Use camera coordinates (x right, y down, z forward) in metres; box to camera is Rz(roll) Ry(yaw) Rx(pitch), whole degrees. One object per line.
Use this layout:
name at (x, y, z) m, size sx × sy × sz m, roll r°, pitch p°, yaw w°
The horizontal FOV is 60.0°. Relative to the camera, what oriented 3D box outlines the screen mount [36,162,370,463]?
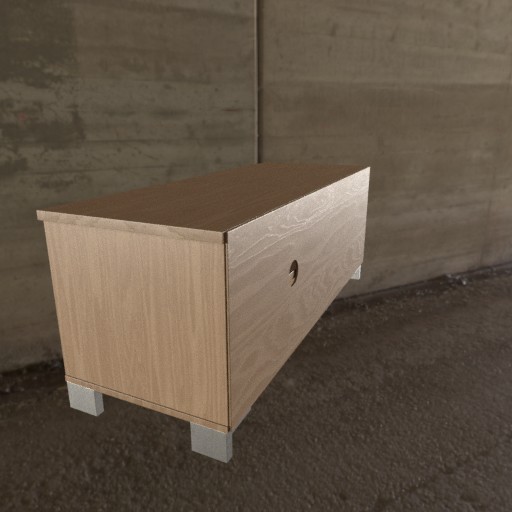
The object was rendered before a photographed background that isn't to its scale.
screen mount at (0.000, 0.000, 1.283) m, size 0.406 × 0.432 × 1.084 m, roll 8°, pitch 19°, yaw 24°
